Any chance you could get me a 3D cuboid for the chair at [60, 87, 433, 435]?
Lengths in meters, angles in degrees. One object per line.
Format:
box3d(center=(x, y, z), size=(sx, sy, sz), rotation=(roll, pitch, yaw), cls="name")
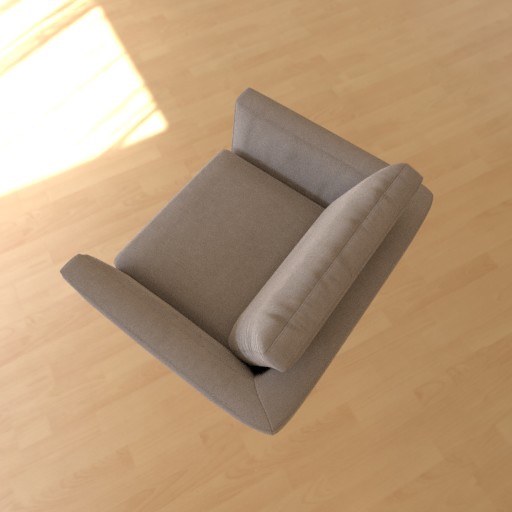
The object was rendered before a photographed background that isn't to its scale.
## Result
box3d(center=(0.000, 0.000, 1.678), size=(0.889, 0.864, 1.041), rotation=(34, 69, 15), cls="chair")
